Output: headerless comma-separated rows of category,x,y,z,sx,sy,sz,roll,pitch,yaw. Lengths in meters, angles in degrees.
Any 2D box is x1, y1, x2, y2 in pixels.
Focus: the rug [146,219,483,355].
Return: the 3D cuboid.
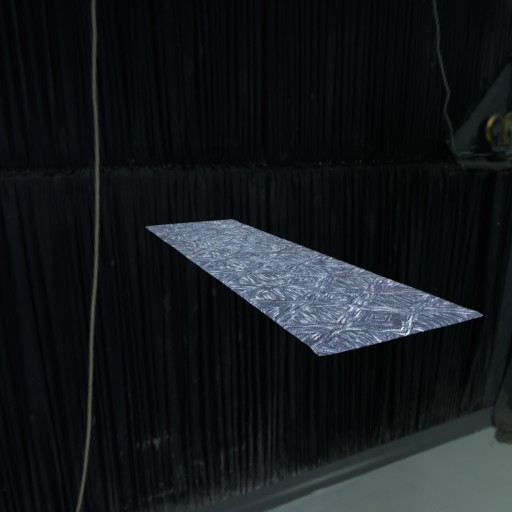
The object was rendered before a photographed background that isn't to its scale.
rug,0.000,0.000,2.454,0.719,0.013,2.306,-7,16,-26
